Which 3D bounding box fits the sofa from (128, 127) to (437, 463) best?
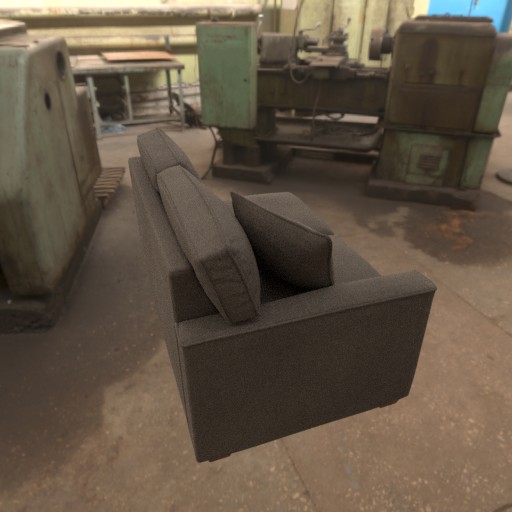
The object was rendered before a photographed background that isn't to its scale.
[{"bbox_3d":[0.000,0.000,2.144,0.991,0.989,1.388,-10,32,-17],"label":"sofa"}]
